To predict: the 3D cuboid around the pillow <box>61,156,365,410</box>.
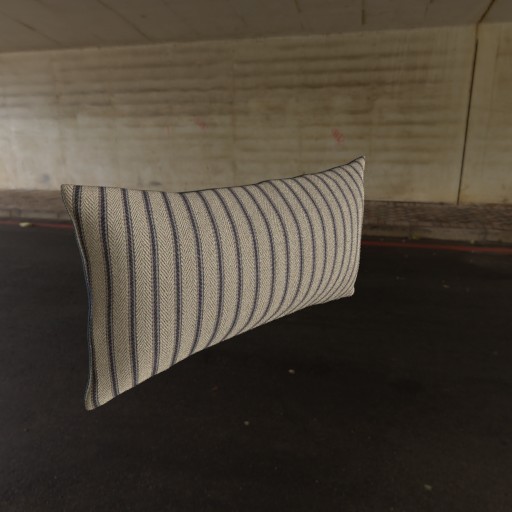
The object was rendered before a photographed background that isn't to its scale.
[{"bbox_3d":[0.000,0.000,0.736,0.609,0.305,0.151,-14,21,-42],"label":"pillow"}]
